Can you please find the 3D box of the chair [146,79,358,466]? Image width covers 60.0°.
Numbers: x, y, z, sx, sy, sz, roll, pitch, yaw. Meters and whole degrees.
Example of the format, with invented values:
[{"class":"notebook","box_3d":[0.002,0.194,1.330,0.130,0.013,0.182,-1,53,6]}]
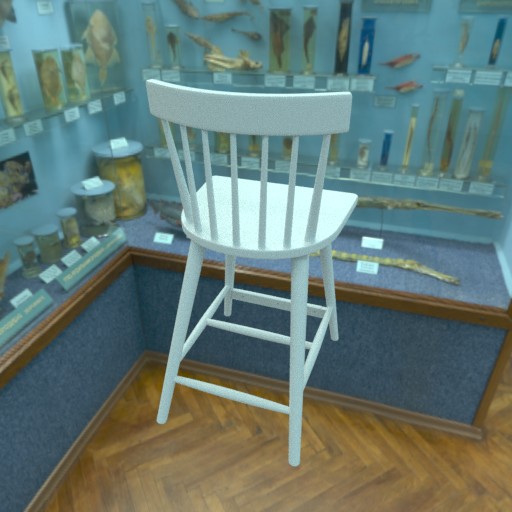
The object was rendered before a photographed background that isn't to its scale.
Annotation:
[{"class":"chair","box_3d":[0.000,0.000,1.268,0.483,0.952,0.572,10,32,17]}]
